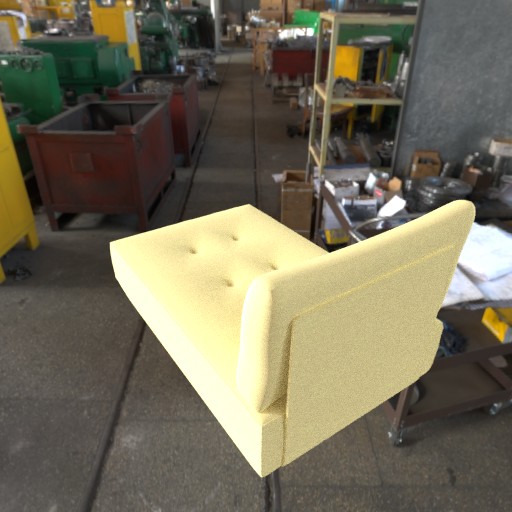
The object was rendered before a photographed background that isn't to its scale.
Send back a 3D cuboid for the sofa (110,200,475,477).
[{"bbox_3d":[0.000,0.000,2.031,0.930,0.820,1.450,-19,35,-29],"label":"sofa"}]
